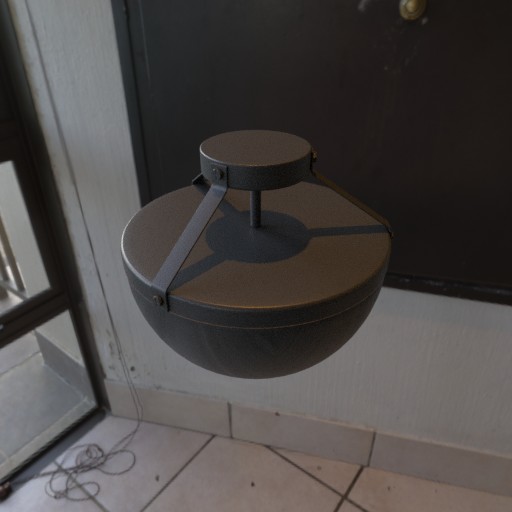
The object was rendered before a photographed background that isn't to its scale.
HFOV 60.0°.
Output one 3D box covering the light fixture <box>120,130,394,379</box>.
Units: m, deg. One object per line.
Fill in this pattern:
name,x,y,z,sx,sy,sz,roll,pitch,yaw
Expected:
light fixture,0.000,0.000,0.531,0.304,0.269,0.304,0,32,0
